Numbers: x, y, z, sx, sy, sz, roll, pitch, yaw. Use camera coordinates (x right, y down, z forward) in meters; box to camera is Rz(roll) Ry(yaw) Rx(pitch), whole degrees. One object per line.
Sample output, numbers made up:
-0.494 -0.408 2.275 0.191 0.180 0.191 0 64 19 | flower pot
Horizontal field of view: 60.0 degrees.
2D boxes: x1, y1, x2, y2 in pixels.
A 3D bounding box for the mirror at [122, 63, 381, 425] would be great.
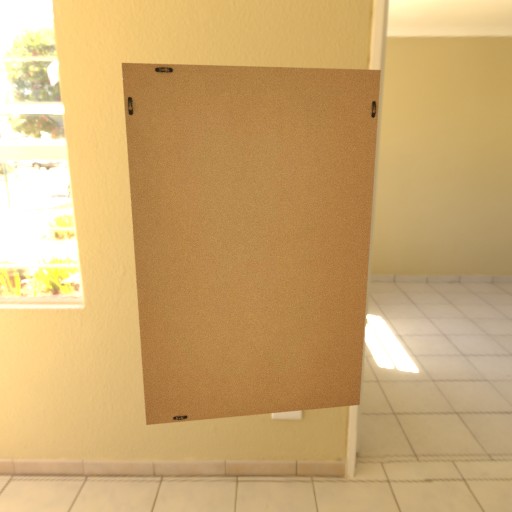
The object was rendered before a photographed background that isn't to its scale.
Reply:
0.000 0.000 1.155 0.609 0.915 0.040 -2 14 -9 | mirror
